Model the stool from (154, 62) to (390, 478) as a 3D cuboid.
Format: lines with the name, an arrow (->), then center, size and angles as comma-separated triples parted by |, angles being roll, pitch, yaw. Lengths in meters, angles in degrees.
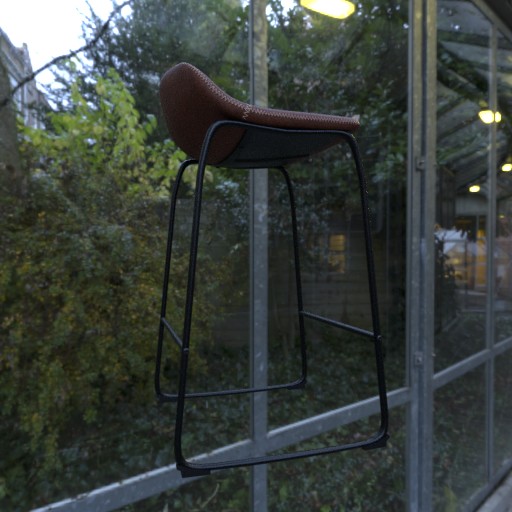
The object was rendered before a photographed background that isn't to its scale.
stool -> 0.000, 0.000, 1.108 | 0.473, 0.830, 0.454 | 0, 1, -18
